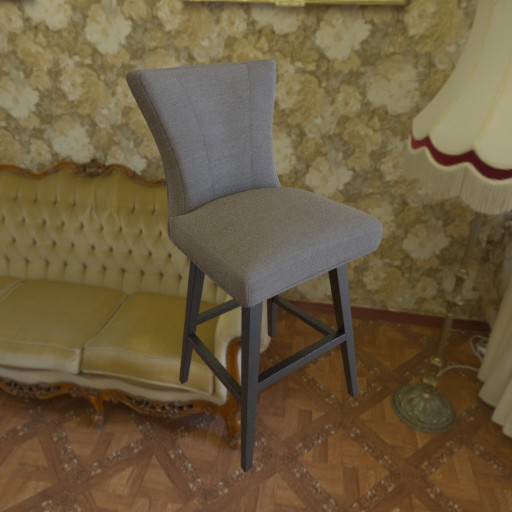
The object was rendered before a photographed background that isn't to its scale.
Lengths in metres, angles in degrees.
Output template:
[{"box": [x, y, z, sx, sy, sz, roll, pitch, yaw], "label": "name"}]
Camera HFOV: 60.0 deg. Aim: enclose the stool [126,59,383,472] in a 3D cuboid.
[{"box": [0.000, 0.000, 1.404, 0.514, 1.086, 0.574, -21, 35, -32], "label": "stool"}]
